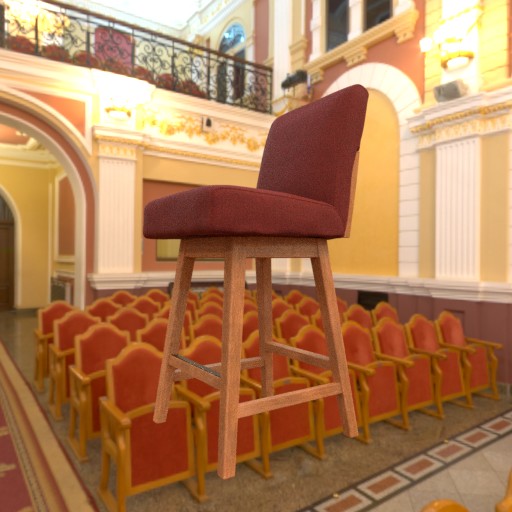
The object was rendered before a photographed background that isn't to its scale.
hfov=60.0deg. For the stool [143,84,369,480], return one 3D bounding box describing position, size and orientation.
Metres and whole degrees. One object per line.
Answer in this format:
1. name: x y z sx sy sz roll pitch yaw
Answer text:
1. stool: 0.000 0.000 1.344 0.562 1.038 0.468 0 0 -34
